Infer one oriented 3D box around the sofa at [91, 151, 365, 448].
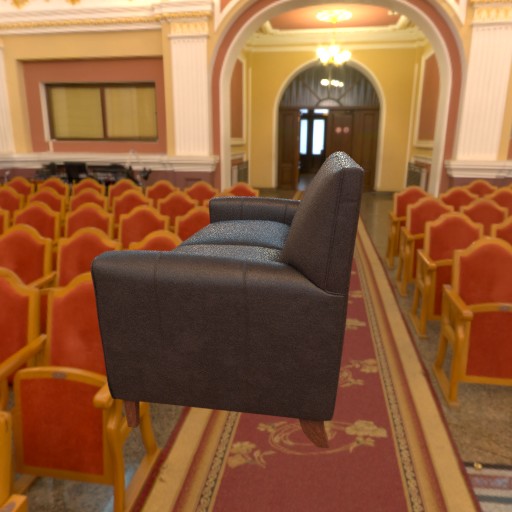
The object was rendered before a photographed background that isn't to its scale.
[{"bbox_3d":[0.000,0.000,1.963,0.787,0.871,1.473,2,15,9],"label":"sofa"}]
